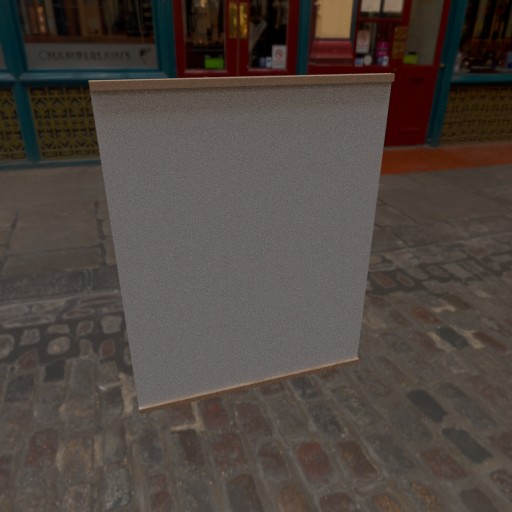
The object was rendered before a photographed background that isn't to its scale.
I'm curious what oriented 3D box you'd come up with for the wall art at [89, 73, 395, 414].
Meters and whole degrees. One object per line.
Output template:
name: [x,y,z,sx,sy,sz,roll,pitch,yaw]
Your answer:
wall art: [0.000,0.000,0.677,0.405,0.508,0.012,-8,27,-17]
